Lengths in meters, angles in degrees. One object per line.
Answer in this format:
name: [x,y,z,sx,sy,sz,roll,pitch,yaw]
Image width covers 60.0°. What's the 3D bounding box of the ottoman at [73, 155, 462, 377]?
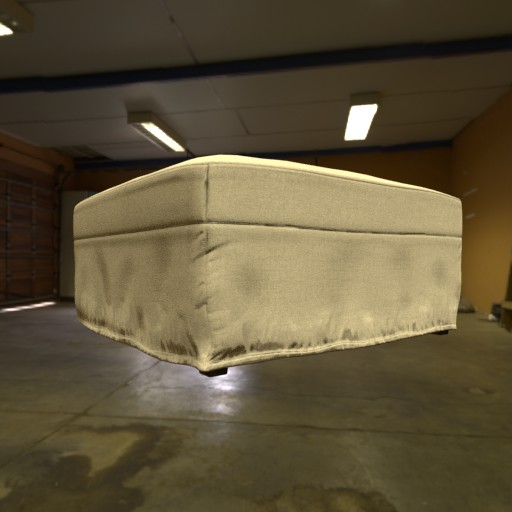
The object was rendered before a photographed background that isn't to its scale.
ottoman: [0.000,0.000,1.304,0.843,0.436,0.840,0,-1,-37]
